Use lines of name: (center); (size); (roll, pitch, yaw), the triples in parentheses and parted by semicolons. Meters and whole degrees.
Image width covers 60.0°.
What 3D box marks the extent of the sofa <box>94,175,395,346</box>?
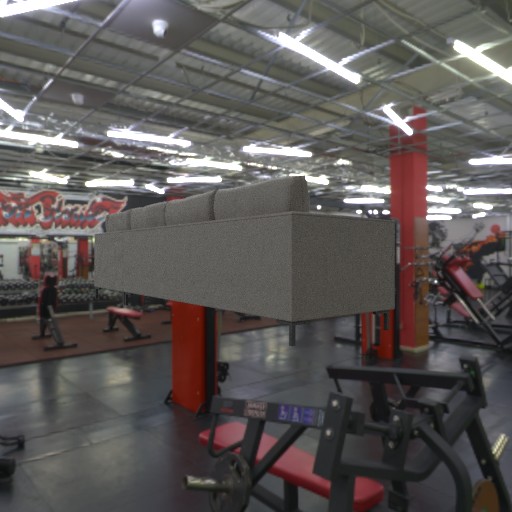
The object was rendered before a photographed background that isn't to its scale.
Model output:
sofa: (0.000, 0.000, 4.321); (2.077, 0.964, 3.331); (0, 0, -38)
